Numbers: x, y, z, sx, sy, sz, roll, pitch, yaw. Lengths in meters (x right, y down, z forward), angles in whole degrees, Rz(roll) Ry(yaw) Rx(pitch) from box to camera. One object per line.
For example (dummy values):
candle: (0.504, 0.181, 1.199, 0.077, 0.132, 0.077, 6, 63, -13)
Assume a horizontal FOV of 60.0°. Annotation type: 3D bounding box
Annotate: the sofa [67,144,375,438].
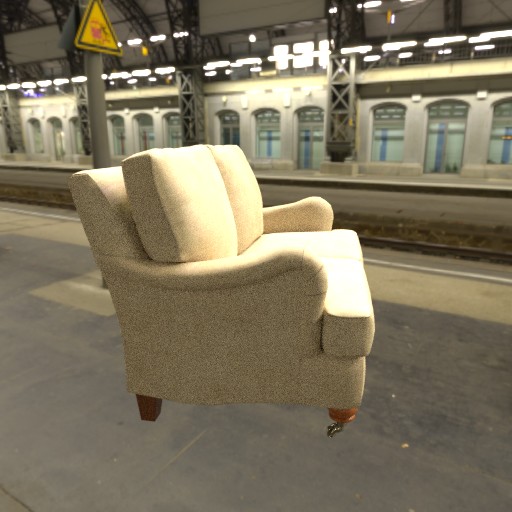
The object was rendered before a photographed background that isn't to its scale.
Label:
sofa: (0.000, 0.000, 2.230, 1.086, 1.087, 1.498, 3, 15, 10)
